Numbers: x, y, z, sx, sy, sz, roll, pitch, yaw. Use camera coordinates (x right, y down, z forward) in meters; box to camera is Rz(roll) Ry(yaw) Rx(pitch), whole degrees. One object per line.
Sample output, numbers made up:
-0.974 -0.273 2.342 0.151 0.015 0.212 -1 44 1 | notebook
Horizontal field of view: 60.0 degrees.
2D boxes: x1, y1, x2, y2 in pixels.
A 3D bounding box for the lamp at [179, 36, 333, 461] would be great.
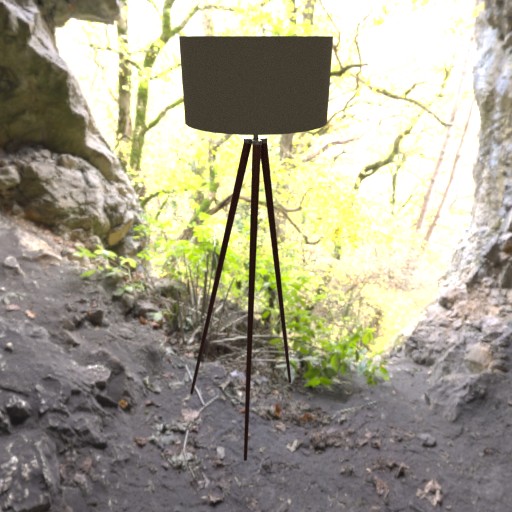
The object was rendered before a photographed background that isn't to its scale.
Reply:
0.000 0.000 1.748 0.483 1.553 0.483 -18 31 -31 | lamp
